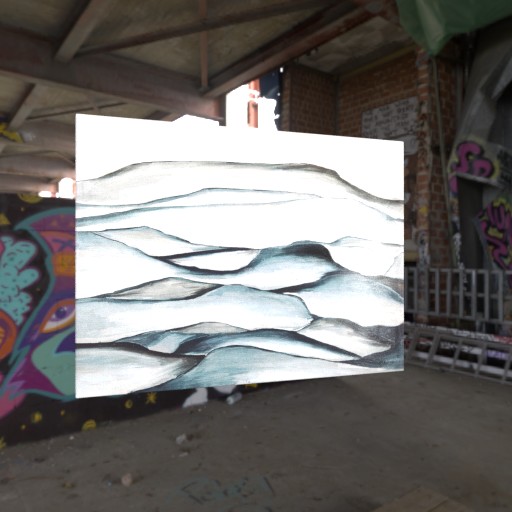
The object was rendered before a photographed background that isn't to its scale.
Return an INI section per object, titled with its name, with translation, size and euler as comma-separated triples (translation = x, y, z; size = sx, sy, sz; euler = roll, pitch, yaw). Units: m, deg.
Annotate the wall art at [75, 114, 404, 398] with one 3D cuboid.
[wall art]
translation = 0.000, 0.000, 1.612
size = 1.219, 0.915, 0.039
euler = 0, 0, -16
